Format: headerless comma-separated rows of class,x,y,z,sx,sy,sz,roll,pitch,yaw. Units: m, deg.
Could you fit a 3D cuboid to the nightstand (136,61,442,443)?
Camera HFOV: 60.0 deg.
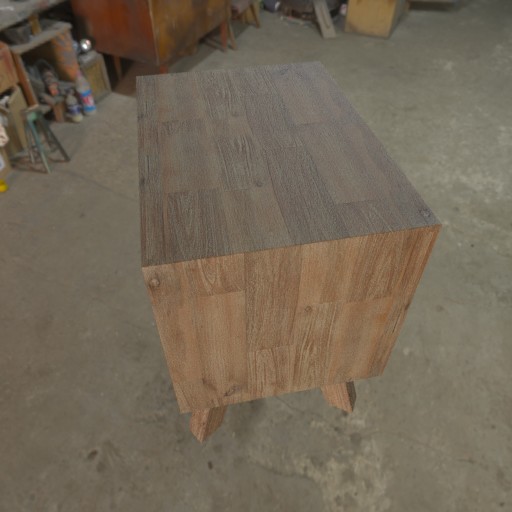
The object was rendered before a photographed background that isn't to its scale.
nightstand,0.000,0.000,0.963,0.396,0.589,0.552,-8,46,-8
